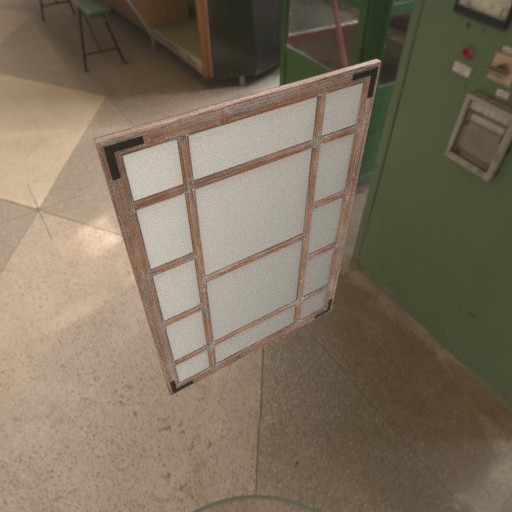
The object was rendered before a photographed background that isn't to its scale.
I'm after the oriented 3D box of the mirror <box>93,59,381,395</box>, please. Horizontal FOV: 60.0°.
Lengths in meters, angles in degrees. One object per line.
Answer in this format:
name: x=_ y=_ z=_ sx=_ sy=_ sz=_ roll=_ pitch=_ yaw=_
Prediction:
mirror: x=0.000 y=0.000 z=1.311 sx=0.705 sy=0.996 sz=0.025 roll=-24 pitch=50 yaw=-21
